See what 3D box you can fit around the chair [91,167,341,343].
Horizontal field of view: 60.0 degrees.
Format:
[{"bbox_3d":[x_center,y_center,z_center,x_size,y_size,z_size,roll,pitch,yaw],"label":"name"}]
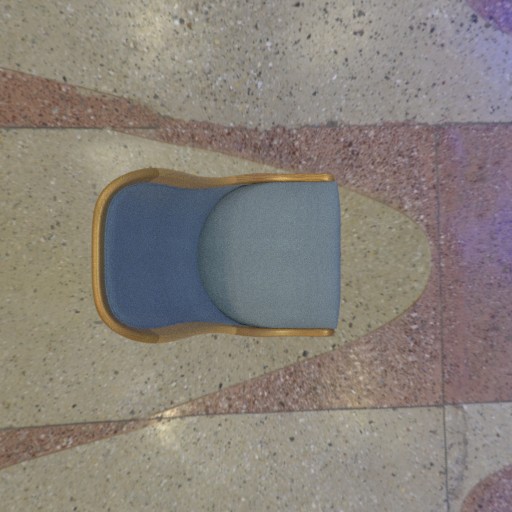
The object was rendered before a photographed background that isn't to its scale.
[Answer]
[{"bbox_3d":[0.000,0.000,1.500,0.735,1.031,0.605,0,90,0],"label":"chair"}]
